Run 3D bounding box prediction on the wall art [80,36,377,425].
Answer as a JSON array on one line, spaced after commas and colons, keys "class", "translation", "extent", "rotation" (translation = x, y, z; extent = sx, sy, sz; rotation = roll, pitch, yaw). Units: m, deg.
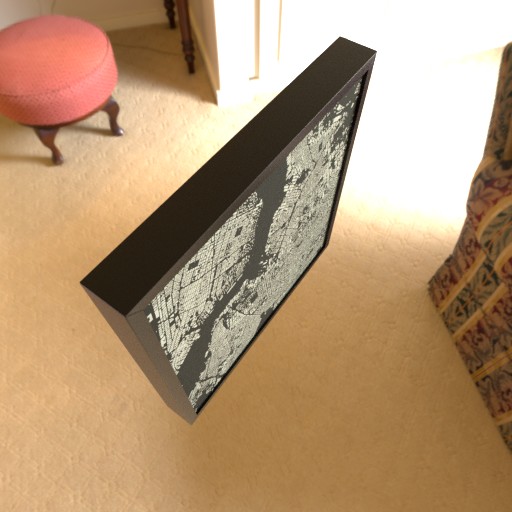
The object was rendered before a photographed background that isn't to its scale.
[{"class": "wall art", "translation": [0.000, 0.000, 0.442], "extent": [0.037, 0.299, 0.299], "rotation": [32, 63, 18]}]
